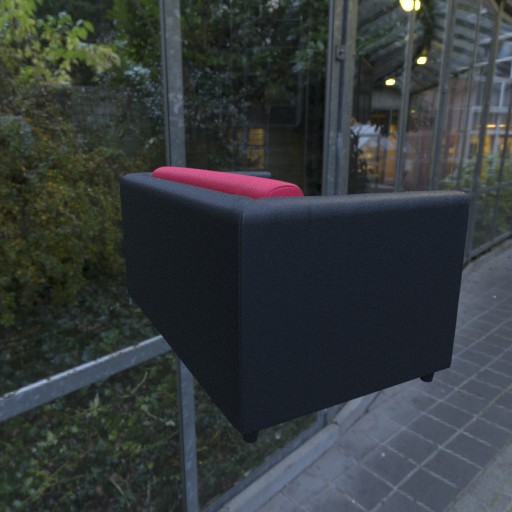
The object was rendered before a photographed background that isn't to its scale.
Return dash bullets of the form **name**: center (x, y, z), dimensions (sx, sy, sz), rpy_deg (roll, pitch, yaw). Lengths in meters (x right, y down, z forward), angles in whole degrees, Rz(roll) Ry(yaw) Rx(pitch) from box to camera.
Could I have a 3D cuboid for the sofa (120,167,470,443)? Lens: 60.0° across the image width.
- **sofa**: center (0.000, 0.000, 1.914), dimensions (0.845, 0.735, 1.410), rpy_deg (-7, 16, -27)
